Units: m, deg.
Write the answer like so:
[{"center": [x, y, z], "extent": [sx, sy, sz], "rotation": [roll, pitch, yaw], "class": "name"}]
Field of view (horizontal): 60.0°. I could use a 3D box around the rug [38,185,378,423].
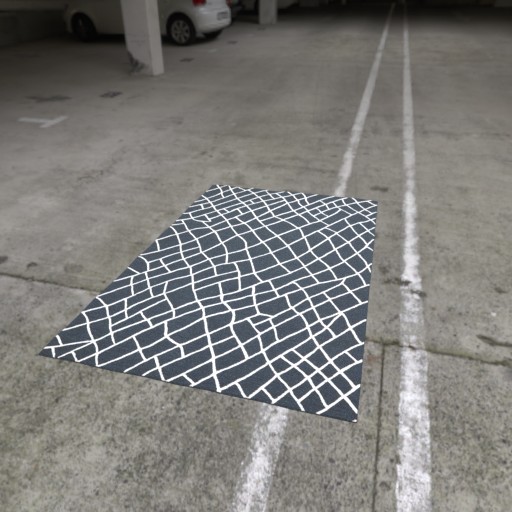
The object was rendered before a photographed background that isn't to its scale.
[{"center": [0.000, 0.000, 3.007], "extent": [1.529, 0.017, 2.448], "rotation": [8, 30, 13], "class": "rug"}]
